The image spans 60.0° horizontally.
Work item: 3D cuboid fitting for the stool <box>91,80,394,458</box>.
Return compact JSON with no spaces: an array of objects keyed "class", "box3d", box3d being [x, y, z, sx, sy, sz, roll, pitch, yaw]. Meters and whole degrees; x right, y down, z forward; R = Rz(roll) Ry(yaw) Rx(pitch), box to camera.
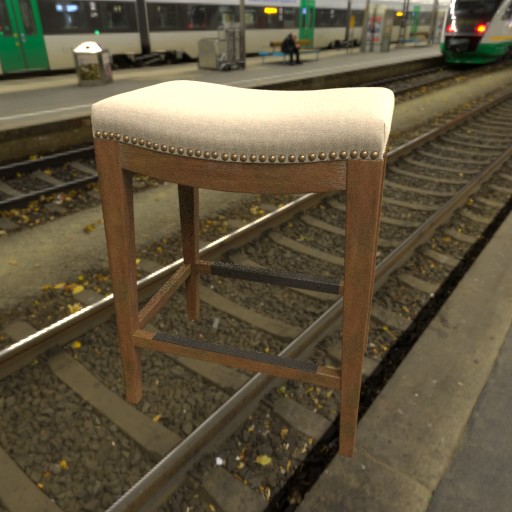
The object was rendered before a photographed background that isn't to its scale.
[{"class":"stool","box3d":[0.000,0.000,0.940,0.508,0.660,0.356,8,29,15]}]
